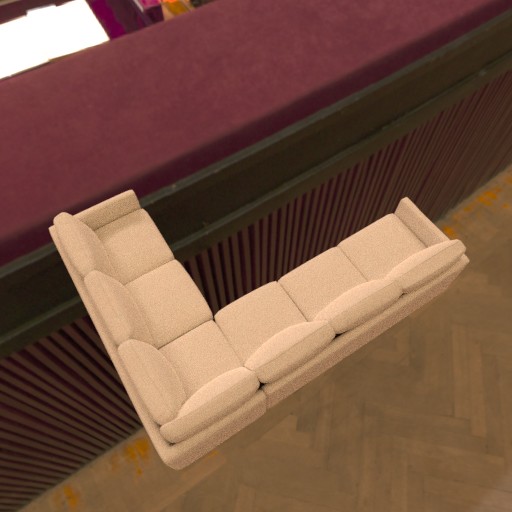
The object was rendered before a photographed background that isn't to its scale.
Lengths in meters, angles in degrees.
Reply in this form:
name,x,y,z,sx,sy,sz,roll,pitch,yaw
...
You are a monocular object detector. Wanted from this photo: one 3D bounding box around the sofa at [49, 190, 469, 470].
name,x,y,z,sx,sy,sz,roll,pitch,yaw
sofa,0.000,0.000,4.510,3.302,0.947,2.593,-29,64,-16
